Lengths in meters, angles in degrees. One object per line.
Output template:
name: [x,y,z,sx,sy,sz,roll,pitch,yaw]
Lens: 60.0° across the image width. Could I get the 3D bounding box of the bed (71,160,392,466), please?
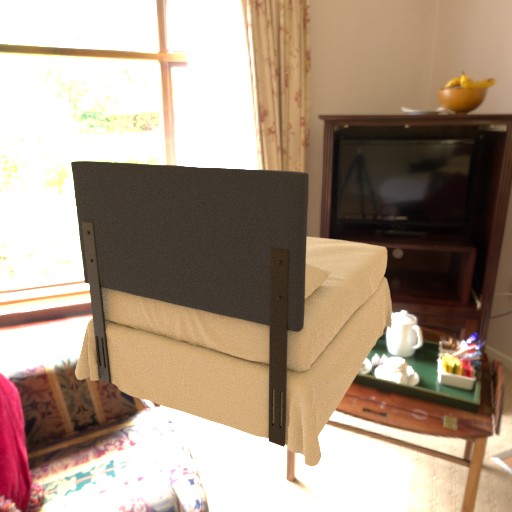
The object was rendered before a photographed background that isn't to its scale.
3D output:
bed: [0.000,0.000,3.555,1.936,1.577,2.222,9,18,27]
